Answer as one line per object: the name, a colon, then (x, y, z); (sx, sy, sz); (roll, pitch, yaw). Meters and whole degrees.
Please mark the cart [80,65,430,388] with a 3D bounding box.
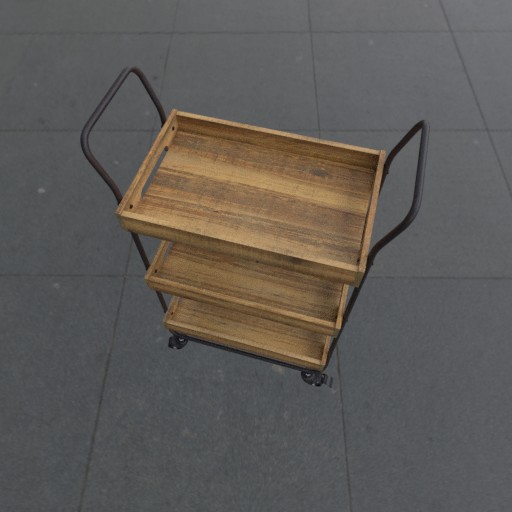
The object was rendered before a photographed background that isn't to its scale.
cart: (0.000, 0.000, 1.134); (0.583, 0.857, 0.339); (14, 60, 8)
